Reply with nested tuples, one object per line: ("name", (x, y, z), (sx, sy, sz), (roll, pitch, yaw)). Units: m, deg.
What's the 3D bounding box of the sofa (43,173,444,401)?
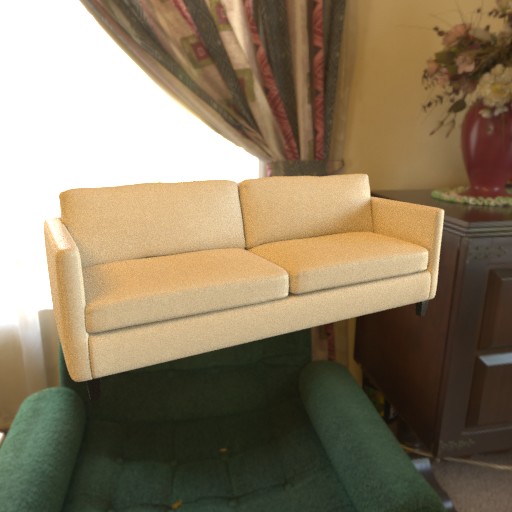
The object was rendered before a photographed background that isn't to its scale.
("sofa", (0.000, 0.000, 2.887), (2.434, 0.965, 0.948), (-8, 17, -27))
